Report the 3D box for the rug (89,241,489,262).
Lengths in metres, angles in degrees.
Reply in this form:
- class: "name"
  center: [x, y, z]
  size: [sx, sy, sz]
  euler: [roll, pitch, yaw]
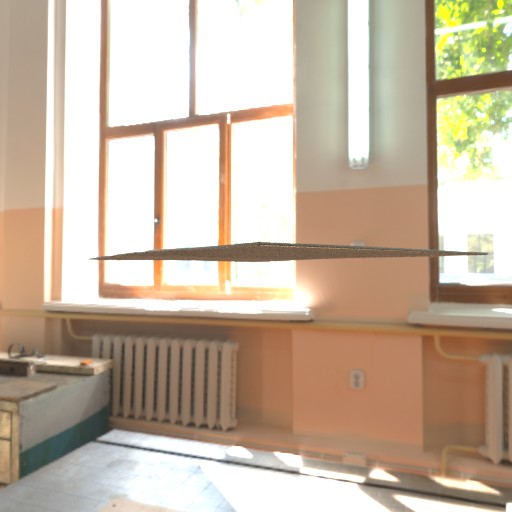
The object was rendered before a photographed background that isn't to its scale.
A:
- class: "rug"
  center: [0.000, 0.000, 2.976]
  size: [1.593, 0.029, 2.305]
  euler: [1, -2, -35]
